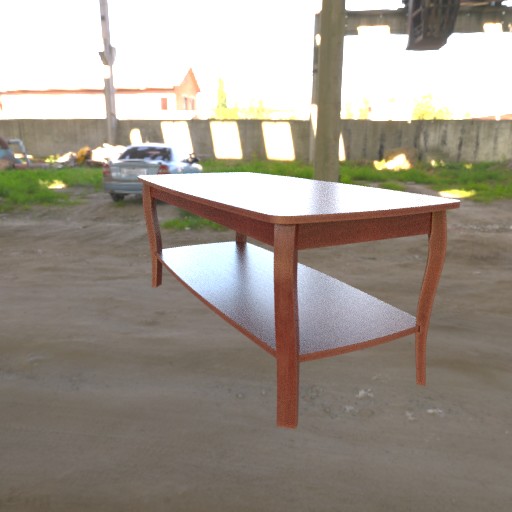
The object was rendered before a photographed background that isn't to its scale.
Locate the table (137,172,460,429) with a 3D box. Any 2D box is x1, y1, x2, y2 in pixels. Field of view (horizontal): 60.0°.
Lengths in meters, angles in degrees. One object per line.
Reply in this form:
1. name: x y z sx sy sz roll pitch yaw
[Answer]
1. table: 0.000 0.000 1.489 0.561 0.473 1.216 -7 16 -26
